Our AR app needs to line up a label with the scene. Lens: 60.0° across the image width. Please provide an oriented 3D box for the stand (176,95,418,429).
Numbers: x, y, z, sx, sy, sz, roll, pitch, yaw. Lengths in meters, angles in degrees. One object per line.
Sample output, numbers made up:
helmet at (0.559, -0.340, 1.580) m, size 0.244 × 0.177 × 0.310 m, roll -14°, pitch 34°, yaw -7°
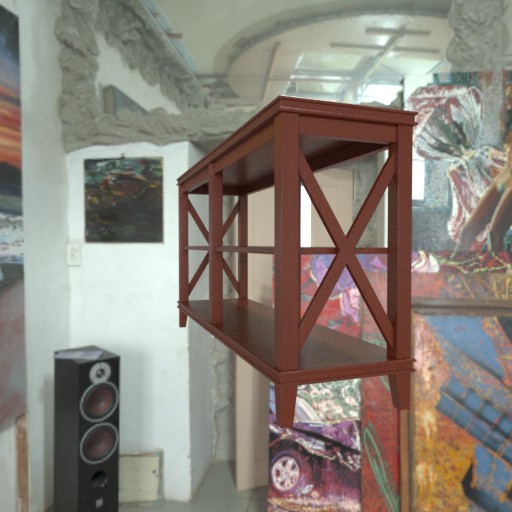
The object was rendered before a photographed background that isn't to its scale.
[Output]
stand at (0.000, 0.000, 1.711) m, size 0.381 × 0.762 × 1.372 m, roll -1°, pitch 2°, yaw -20°
